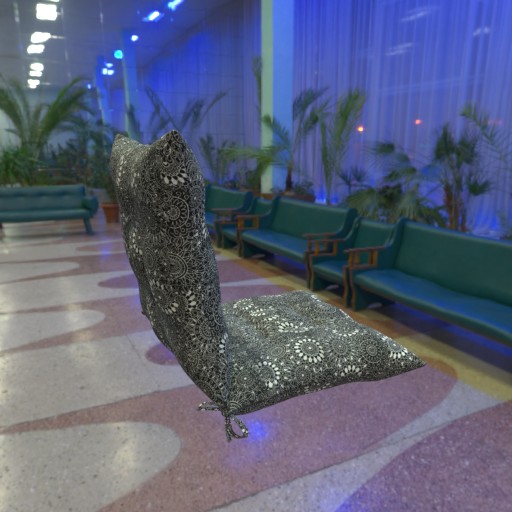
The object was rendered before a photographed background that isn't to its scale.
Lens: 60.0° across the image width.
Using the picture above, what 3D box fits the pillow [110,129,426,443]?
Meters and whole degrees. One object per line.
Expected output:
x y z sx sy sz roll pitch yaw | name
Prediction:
0.000 0.000 1.001 0.585 0.536 0.541 -7 16 -24 | pillow
